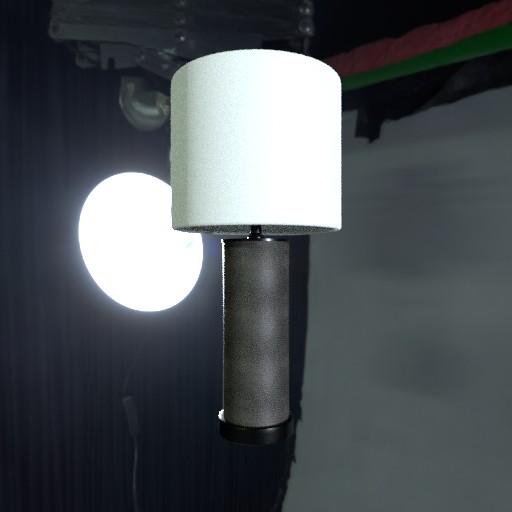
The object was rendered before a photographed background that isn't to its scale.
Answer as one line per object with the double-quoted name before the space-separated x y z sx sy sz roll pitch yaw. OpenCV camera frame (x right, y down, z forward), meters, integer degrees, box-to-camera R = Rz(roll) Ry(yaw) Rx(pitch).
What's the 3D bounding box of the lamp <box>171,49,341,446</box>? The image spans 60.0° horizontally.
"lamp" 0.000 0.000 0.808 0.305 0.634 0.305 0 0 36
